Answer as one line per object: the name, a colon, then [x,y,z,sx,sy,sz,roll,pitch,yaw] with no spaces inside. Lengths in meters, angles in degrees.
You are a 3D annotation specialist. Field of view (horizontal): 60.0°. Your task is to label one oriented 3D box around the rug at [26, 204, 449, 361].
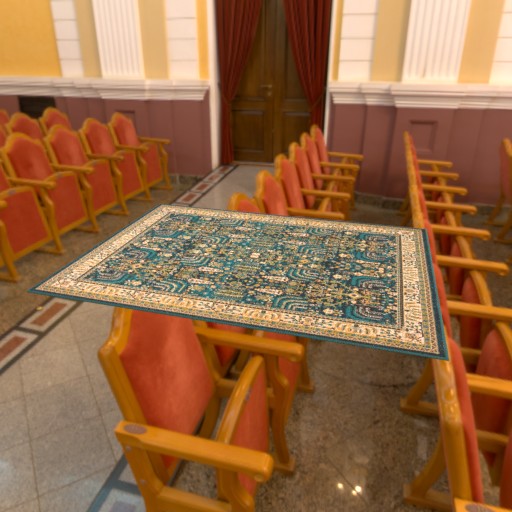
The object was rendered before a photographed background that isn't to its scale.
rug: [0.000,0.000,4.002,3.044,0.015,2.226,7,26,14]
